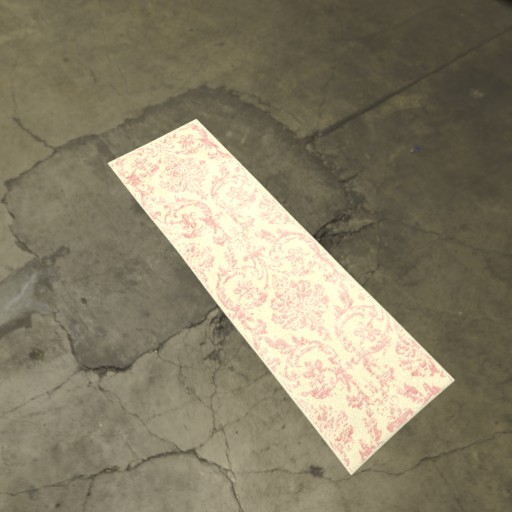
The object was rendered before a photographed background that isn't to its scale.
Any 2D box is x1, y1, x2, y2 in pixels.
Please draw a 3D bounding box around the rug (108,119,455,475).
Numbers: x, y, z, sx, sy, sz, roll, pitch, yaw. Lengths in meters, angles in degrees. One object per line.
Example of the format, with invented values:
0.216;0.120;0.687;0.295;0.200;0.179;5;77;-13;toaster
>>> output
0.000;0.000;2.410;0.662;0.011;2.196;-33;64;-18;rug
